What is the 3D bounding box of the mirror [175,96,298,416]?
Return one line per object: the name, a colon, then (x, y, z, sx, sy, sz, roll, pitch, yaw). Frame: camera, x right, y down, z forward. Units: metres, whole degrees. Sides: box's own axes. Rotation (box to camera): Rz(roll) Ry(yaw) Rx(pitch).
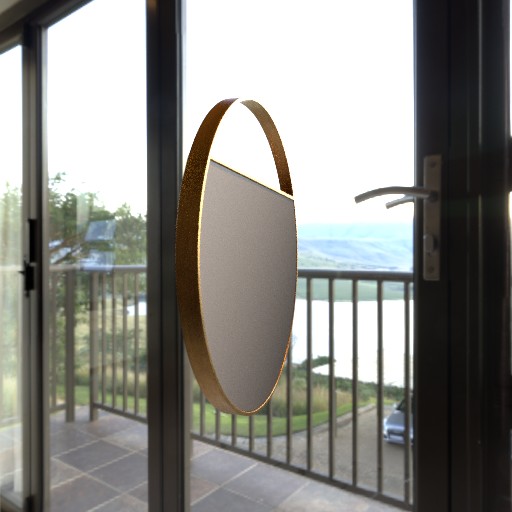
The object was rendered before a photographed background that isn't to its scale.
mirror: (0.000, 0.000, 0.832, 0.032, 0.565, 0.565, 0, 0, 18)
